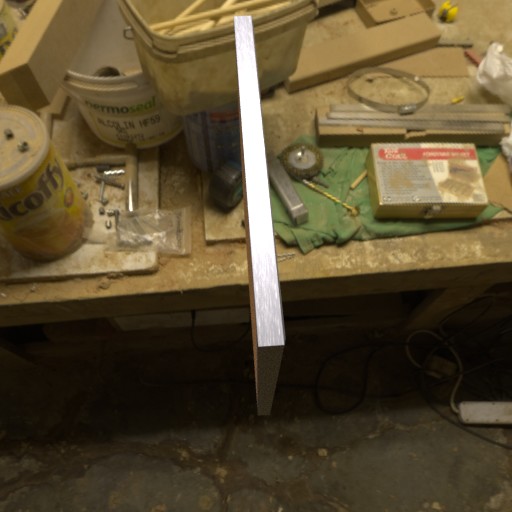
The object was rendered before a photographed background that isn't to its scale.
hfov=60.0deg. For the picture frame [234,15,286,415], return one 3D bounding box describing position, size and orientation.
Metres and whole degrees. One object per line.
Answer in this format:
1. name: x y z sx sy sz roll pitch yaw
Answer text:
1. picture frame: 0.000 0.000 0.754 0.029 0.559 0.454 -4 64 -2
